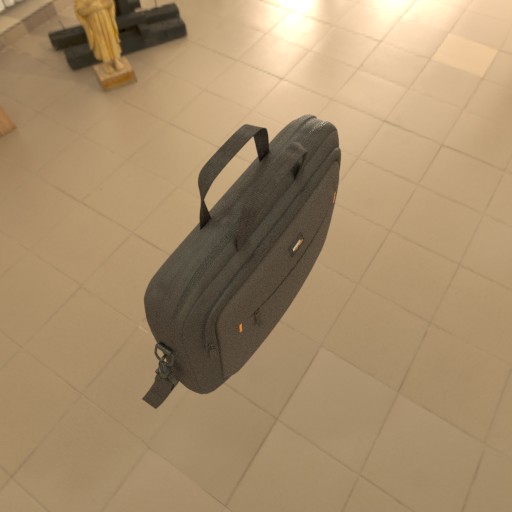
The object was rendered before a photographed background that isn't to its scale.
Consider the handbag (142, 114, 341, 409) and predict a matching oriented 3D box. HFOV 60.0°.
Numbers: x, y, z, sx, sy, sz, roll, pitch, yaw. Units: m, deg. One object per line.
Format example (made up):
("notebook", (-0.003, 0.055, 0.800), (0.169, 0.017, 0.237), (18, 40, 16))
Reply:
("handbag", (0.000, 0.000, 0.437), (0.089, 0.244, 0.320), (29, 62, 17))
